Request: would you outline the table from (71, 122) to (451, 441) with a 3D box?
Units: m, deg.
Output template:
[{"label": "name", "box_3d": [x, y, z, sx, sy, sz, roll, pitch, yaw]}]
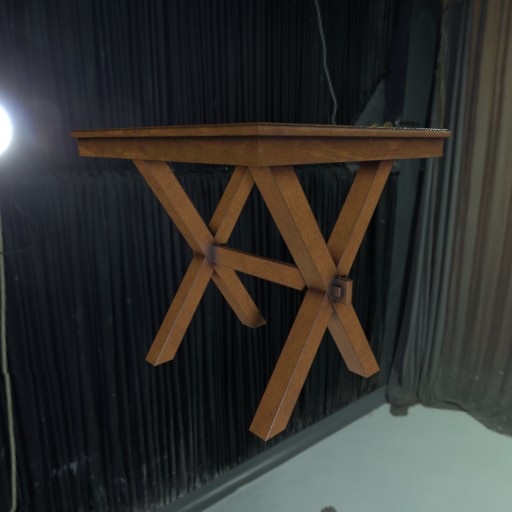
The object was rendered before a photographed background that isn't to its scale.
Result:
[{"label": "table", "box_3d": [0.000, 0.000, 1.026, 0.560, 0.562, 0.602, -13, 20, -42]}]
